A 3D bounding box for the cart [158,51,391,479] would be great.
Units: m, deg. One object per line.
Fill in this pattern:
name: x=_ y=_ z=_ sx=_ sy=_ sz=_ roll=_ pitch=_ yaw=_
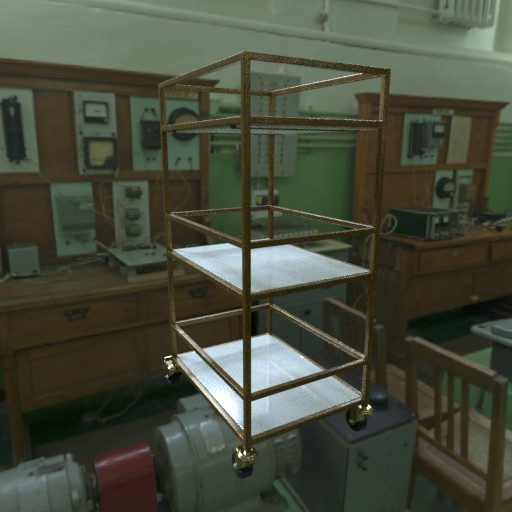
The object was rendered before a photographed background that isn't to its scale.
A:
cart: x=0.000 y=0.000 z=1.014 sx=0.332 sy=0.761 sz=0.483 roll=-8 pitch=16 yaw=-29
